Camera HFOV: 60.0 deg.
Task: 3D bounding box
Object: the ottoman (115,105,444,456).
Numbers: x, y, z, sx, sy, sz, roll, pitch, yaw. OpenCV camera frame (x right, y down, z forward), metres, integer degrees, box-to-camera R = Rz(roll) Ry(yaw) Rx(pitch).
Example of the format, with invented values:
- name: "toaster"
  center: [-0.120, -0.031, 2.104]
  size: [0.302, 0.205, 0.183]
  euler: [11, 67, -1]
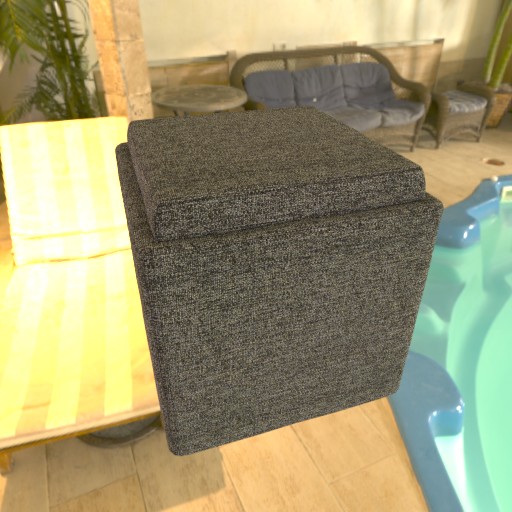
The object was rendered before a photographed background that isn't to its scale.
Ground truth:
- name: "ottoman"
  center: [0.000, 0.000, 0.848]
  size: [0.450, 0.463, 0.450]
  euler: [-10, 34, -16]
